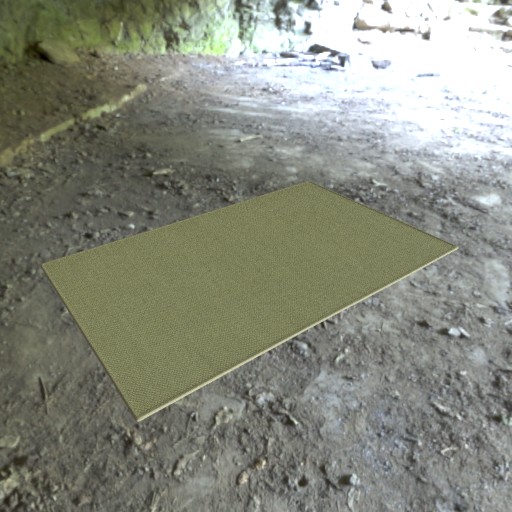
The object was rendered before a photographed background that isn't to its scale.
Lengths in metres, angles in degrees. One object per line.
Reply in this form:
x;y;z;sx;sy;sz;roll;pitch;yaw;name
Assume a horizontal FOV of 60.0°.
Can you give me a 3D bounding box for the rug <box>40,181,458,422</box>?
0.000;0.000;2.090;1.676;0.013;1.067;-22;38;-31;rug
